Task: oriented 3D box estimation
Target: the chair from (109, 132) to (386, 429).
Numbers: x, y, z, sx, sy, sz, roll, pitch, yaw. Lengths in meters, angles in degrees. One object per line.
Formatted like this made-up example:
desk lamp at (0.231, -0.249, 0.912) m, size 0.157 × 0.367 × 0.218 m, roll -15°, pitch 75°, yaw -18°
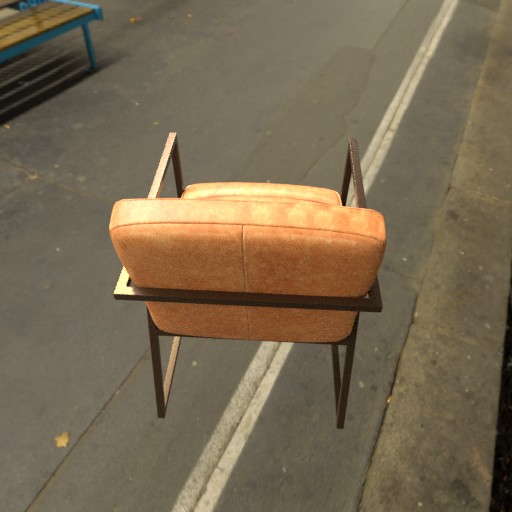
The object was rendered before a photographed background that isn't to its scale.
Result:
chair at (0.000, 0.000, 1.268) m, size 0.571 × 0.832 × 0.677 m, roll 3°, pitch 46°, yaw 3°
